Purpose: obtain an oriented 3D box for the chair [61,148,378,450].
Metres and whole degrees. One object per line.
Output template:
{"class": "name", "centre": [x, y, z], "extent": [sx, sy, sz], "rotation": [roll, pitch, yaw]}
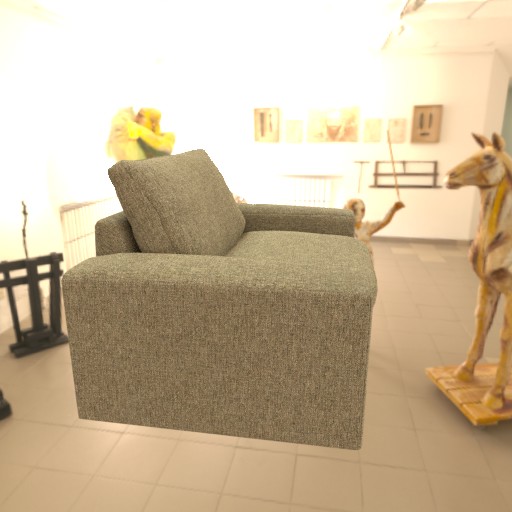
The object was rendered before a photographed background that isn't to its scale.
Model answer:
{"class": "chair", "centre": [0.000, 0.000, 2.017], "extent": [1.039, 0.915, 1.398], "rotation": [3, 16, 9]}
